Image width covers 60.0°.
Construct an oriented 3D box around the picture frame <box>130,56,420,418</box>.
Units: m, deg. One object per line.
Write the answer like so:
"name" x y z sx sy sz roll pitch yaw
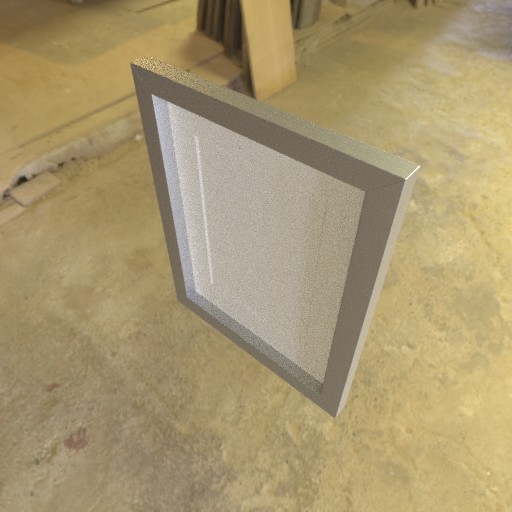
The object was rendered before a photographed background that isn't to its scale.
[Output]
"picture frame" 0.000 0.000 0.528 0.307 0.386 0.036 31 53 27
